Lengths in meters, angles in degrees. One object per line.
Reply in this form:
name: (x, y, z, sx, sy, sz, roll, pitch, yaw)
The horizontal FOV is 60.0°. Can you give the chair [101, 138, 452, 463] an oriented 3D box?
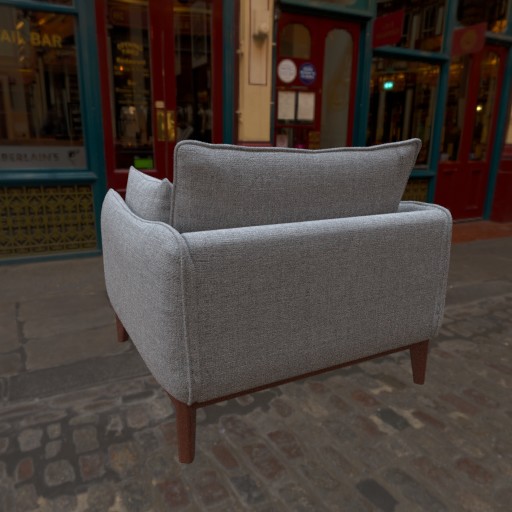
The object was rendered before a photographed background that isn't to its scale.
chair: (0.000, 0.000, 1.643, 0.993, 0.839, 0.976, -7, 16, -27)
